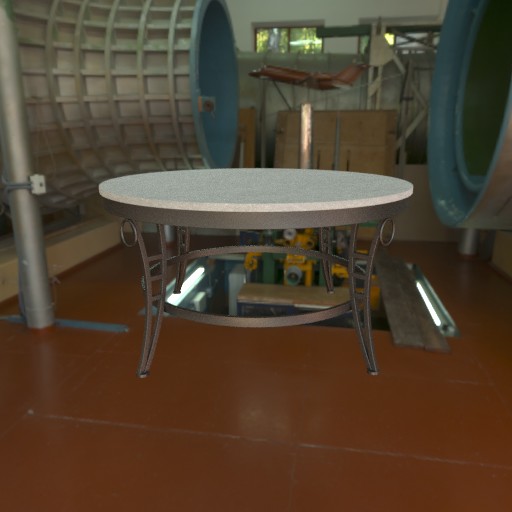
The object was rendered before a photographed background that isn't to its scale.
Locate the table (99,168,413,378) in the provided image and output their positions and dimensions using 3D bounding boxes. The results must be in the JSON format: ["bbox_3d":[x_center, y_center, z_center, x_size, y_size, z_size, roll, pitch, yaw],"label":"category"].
[{"bbox_3d":[0.000,0.000,1.387,0.889,0.470,0.889,0,16,0],"label":"table"}]
